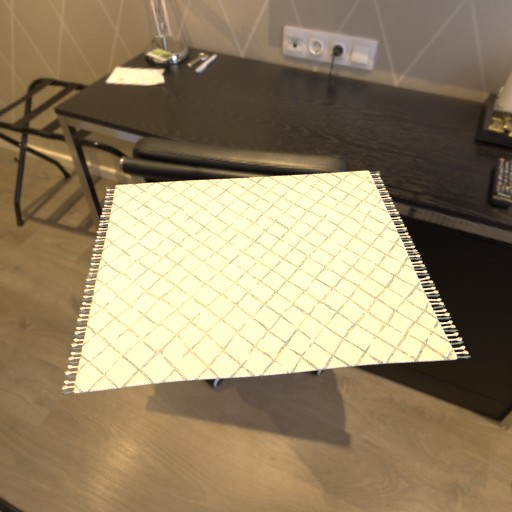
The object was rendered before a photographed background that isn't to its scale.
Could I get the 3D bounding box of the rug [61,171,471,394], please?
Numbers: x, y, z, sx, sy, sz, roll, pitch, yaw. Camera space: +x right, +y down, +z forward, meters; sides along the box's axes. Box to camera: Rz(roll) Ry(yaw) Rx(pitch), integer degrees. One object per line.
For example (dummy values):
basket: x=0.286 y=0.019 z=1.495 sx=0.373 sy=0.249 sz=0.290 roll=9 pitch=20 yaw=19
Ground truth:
rug: x=0.000 y=0.000 z=4.816 sx=3.585 sy=0.036 sz=2.892 roll=-4 pitch=46 yaw=-4
